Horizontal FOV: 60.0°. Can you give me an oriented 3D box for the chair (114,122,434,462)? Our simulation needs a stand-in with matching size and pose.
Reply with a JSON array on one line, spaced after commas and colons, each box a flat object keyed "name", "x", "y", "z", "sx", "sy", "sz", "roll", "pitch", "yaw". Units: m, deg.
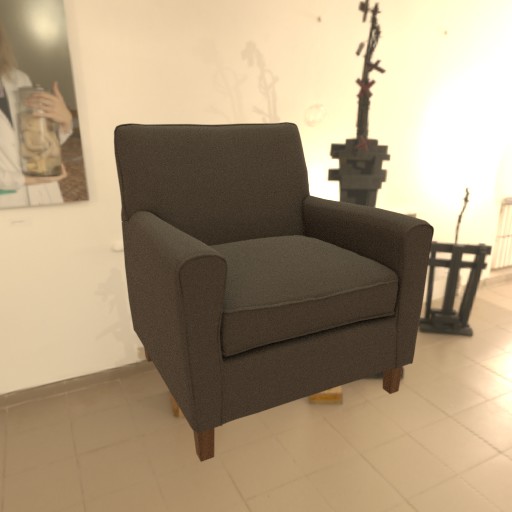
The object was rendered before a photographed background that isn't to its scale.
[{"name": "chair", "x": 0.000, "y": 0.000, "z": 1.596, "sx": 0.836, "sy": 0.911, "sz": 0.831, "roll": -9, "pitch": 19, "yaw": -26}]
